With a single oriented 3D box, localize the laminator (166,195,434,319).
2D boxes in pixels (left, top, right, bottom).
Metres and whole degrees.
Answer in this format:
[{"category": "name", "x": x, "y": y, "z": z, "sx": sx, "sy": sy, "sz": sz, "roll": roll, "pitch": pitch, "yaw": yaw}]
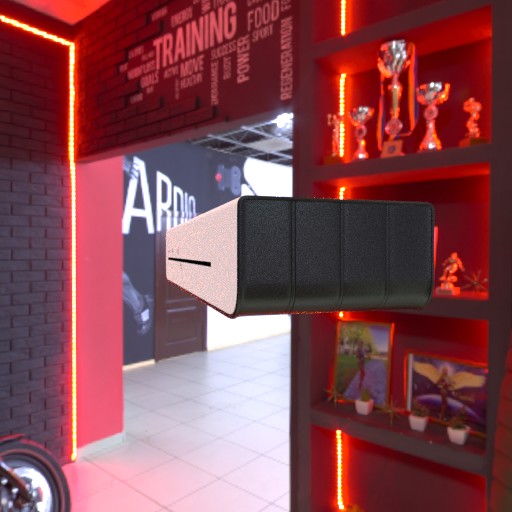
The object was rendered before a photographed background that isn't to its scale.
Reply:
[{"category": "laminator", "x": 0.000, "y": 0.000, "z": 0.391, "sx": 0.123, "sy": 0.062, "sz": 0.340, "roll": 0, "pitch": 1, "yaw": -17}]
